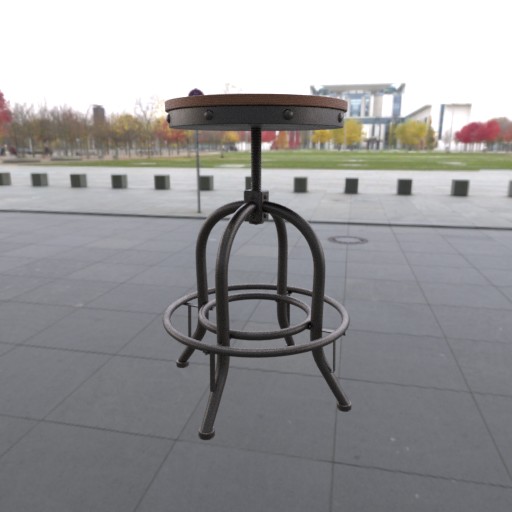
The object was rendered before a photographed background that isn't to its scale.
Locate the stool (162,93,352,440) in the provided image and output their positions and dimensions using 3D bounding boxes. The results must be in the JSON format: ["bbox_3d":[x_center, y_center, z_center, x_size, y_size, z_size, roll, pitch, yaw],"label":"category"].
[{"bbox_3d":[0.000,0.000,0.933,0.439,0.609,0.439,7,15,26],"label":"stool"}]
